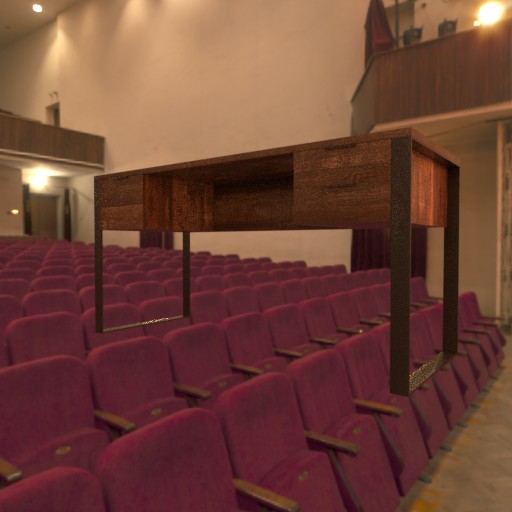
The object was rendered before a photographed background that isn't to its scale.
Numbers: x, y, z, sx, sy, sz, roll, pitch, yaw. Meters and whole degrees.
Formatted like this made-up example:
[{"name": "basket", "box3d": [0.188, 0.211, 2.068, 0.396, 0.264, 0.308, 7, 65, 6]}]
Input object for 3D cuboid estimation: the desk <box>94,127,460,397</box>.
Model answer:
[{"name": "desk", "box3d": [0.000, 0.000, 1.941, 1.524, 0.762, 0.599, 1, 2, 37]}]
